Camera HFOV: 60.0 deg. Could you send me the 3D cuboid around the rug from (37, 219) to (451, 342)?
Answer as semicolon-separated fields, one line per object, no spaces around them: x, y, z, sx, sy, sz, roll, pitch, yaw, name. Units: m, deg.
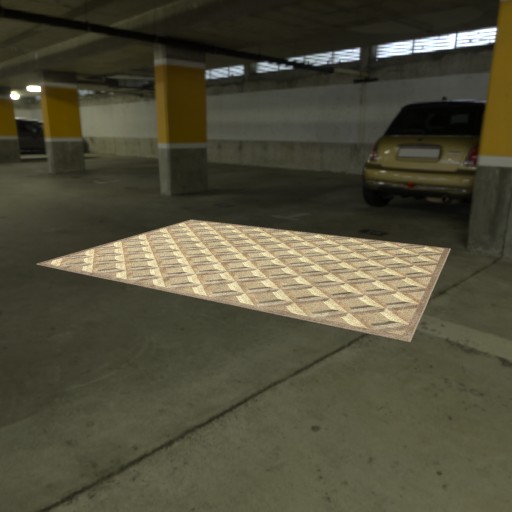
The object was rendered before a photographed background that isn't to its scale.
0.000;0.000;4.316;3.294;0.018;2.382;8;18;27;rug
